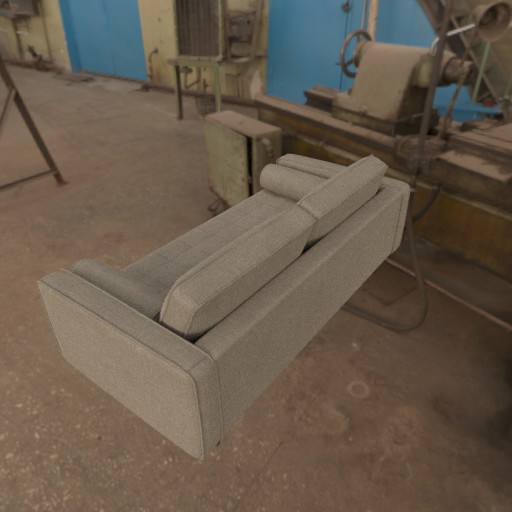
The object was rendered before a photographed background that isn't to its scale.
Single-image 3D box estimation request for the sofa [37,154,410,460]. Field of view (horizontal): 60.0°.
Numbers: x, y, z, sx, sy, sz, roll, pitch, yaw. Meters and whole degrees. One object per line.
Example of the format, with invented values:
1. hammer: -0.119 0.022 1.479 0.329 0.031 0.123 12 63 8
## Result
1. sofa: 0.000 0.000 2.311 0.914 0.762 1.879 22 39 30
